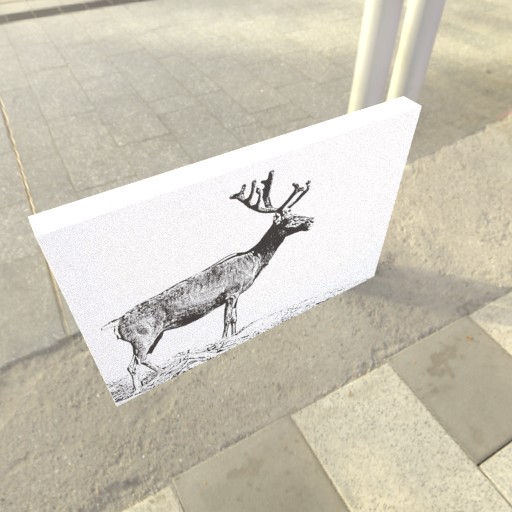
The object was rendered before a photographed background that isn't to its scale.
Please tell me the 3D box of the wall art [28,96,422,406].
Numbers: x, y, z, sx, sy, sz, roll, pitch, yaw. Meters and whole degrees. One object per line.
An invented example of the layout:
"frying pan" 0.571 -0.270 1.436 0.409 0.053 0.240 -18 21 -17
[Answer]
"wall art" 0.000 0.000 0.772 0.608 0.414 0.042 -23 50 -21
